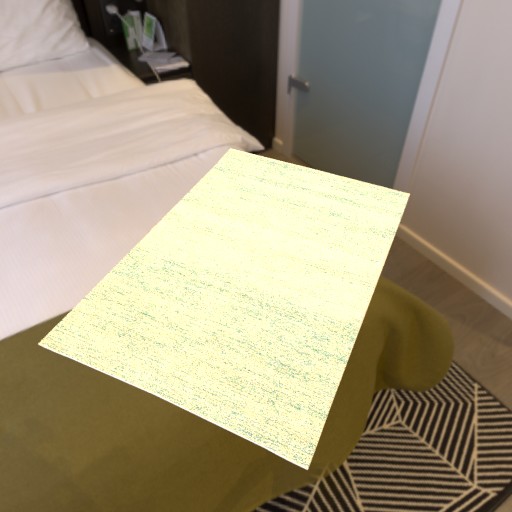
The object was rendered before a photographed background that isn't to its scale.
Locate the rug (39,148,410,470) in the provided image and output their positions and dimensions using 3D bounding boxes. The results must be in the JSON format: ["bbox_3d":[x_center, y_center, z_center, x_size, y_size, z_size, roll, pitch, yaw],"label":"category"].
[{"bbox_3d":[0.000,0.000,2.965,1.593,0.029,2.305,18,47,18],"label":"rug"}]
